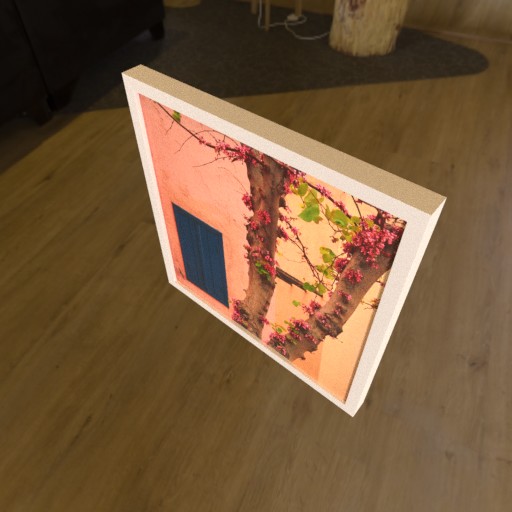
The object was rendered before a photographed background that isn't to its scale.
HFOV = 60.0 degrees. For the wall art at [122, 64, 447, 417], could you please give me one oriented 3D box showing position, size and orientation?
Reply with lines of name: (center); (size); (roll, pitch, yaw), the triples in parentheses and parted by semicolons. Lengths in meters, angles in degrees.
wall art: (0.000, 0.000, 0.767); (0.507, 0.508, 0.038); (32, 55, 26)
